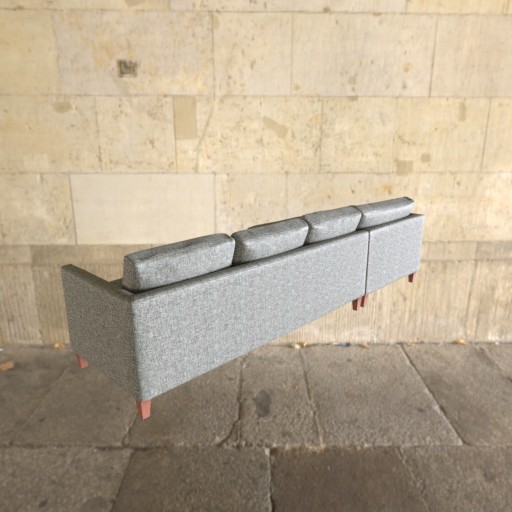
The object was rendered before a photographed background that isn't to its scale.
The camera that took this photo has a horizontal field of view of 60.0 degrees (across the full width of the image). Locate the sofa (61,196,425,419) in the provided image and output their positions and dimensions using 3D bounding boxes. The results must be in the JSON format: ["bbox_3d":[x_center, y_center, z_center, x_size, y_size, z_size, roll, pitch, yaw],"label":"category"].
[{"bbox_3d":[0.000,0.000,4.097,1.635,0.960,3.485,15,22,43],"label":"sofa"}]
